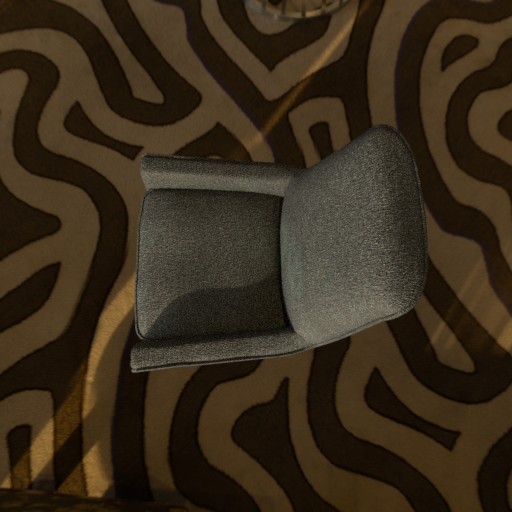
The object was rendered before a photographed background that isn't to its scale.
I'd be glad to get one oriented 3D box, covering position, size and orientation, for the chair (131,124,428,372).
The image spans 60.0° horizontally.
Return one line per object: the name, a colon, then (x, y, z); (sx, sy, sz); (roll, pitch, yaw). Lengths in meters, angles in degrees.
chair: (0.000, 0.000, 1.526); (0.859, 0.883, 0.763); (-1, 76, 0)
